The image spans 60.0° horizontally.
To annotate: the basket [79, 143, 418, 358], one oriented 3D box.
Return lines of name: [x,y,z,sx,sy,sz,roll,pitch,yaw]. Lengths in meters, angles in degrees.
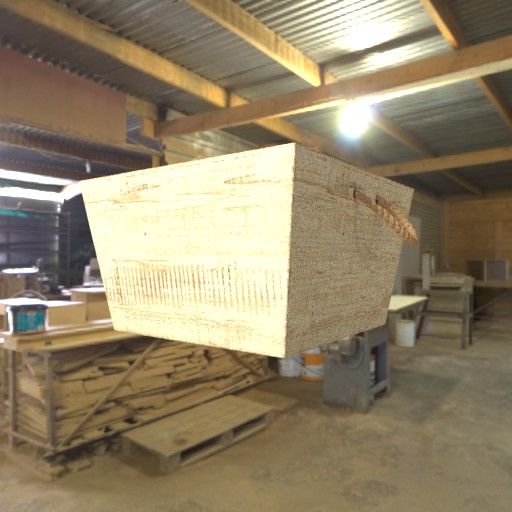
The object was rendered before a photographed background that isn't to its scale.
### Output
basket: [0.000,0.000,0.767,0.545,0.247,0.413,0,0,37]
